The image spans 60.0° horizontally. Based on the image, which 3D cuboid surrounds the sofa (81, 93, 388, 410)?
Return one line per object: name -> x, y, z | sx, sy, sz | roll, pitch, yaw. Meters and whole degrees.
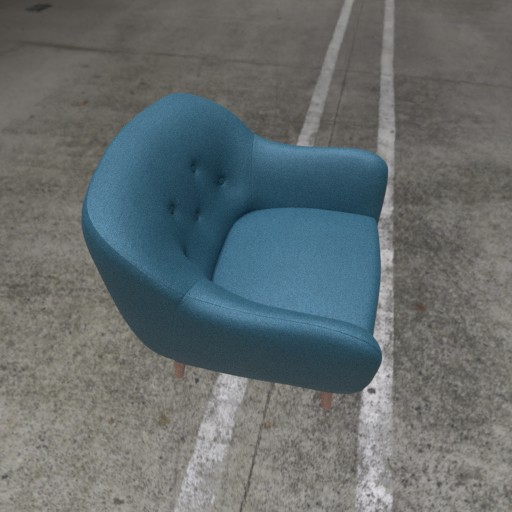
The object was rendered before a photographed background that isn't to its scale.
sofa -> 0.000, 0.000, 1.488 | 0.825, 0.817, 0.836 | 9, 47, 9
